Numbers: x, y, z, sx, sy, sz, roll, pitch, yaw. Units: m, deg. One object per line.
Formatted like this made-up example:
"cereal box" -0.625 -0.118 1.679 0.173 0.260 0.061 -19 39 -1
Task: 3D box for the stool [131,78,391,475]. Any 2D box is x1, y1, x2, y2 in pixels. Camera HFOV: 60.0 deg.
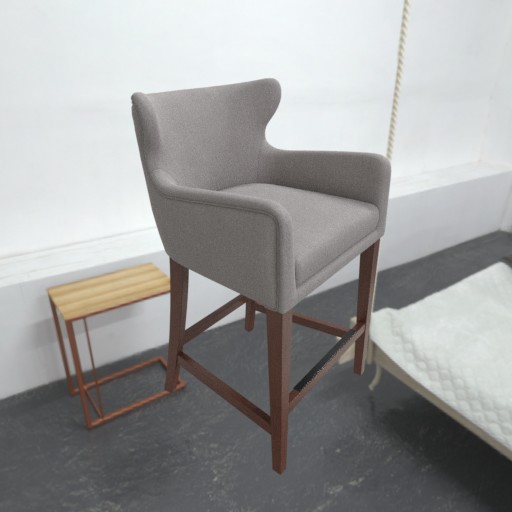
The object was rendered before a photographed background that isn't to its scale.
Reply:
"stool" 0.000 0.000 1.332 0.575 0.951 0.575 19 32 33
